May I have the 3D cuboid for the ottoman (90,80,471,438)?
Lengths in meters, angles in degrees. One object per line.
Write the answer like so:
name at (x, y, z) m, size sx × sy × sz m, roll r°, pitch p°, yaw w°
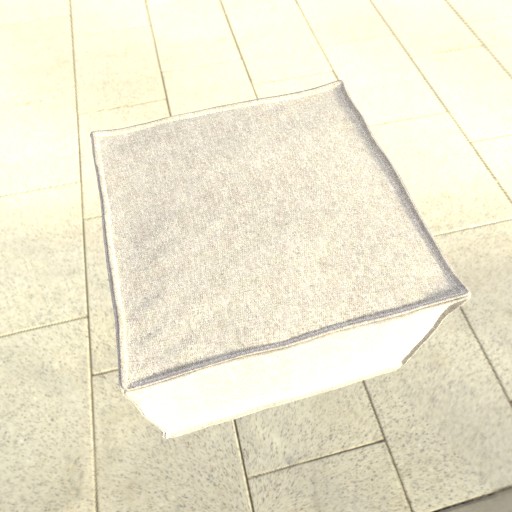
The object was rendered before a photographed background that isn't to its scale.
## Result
ottoman at (0.000, 0.000, 1.143) m, size 0.707 × 0.470 × 0.696 m, roll -14°, pitch 60°, yaw -8°
